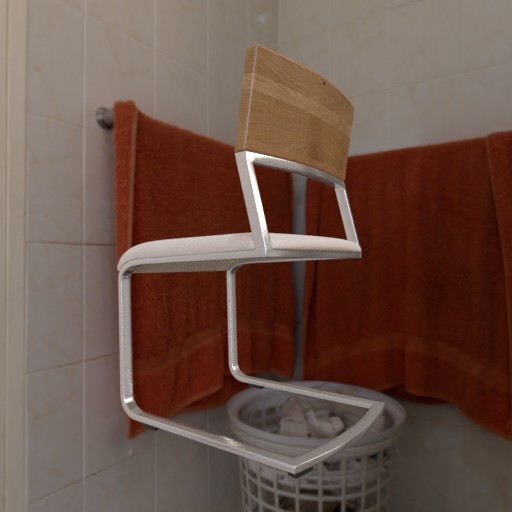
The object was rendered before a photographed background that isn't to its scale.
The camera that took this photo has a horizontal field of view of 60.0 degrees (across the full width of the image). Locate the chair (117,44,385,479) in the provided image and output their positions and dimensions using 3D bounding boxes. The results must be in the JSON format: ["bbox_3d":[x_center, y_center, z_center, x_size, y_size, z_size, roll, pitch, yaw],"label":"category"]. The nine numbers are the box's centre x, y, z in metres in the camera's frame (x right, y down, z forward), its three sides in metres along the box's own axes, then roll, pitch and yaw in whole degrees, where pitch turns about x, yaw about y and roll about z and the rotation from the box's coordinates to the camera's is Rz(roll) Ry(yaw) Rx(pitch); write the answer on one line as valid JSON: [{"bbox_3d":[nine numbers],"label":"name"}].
[{"bbox_3d":[0.000,0.000,1.170,0.585,0.844,0.467,0,-1,37],"label":"chair"}]
